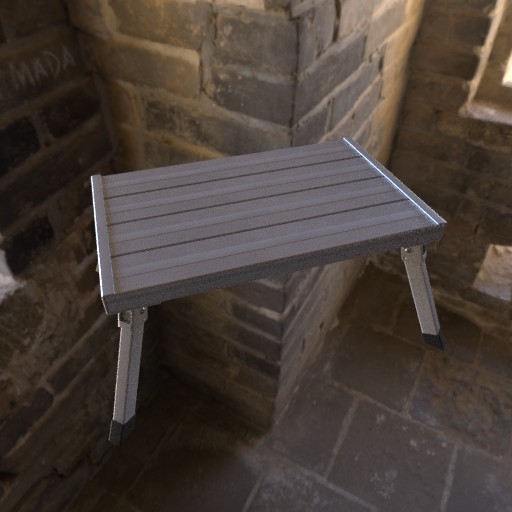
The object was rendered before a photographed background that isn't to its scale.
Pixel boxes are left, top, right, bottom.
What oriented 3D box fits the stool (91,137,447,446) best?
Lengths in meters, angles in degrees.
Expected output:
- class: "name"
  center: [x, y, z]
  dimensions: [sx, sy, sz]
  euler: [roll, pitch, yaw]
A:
- class: "stool"
  center: [0.000, 0.000, 0.722]
  dimensions: [0.535, 0.225, 0.385]
  euler: [-12, 41, -14]
